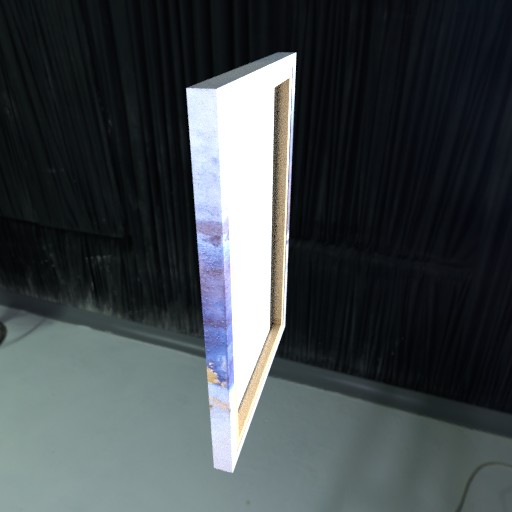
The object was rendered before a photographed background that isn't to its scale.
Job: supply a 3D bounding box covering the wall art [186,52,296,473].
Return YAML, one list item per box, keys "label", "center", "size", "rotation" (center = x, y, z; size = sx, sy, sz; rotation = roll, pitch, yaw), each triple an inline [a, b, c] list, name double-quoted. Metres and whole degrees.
- label: "wall art"
  center: [0.000, 0.000, 1.100]
  size: [0.048, 0.874, 0.583]
  rotation: [8, 30, 14]
